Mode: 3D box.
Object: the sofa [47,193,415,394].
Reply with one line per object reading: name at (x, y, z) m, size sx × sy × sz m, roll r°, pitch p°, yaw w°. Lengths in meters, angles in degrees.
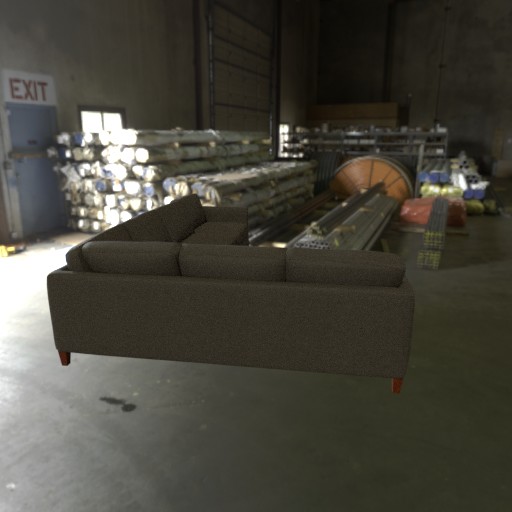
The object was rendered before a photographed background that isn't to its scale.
sofa at (0.000, 0.000, 4.590) m, size 2.593 × 0.947 × 3.302 m, roll 2°, pitch 16°, yaw 8°
